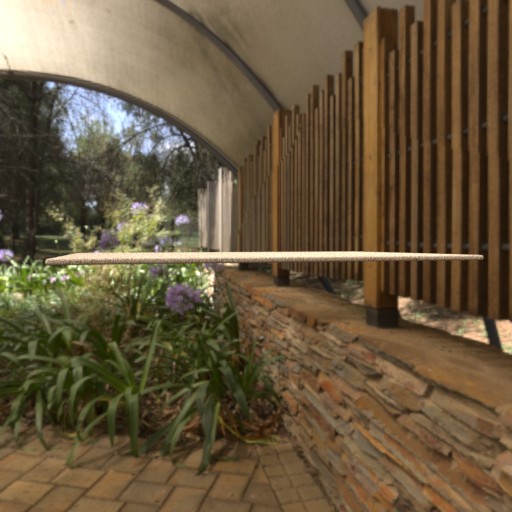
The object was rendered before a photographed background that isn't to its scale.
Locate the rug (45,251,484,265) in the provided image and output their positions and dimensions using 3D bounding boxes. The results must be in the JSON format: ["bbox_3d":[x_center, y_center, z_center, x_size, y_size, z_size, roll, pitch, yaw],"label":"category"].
[{"bbox_3d":[0.000,0.000,3.055,2.438,0.030,1.524,0,2,-17],"label":"rug"}]
